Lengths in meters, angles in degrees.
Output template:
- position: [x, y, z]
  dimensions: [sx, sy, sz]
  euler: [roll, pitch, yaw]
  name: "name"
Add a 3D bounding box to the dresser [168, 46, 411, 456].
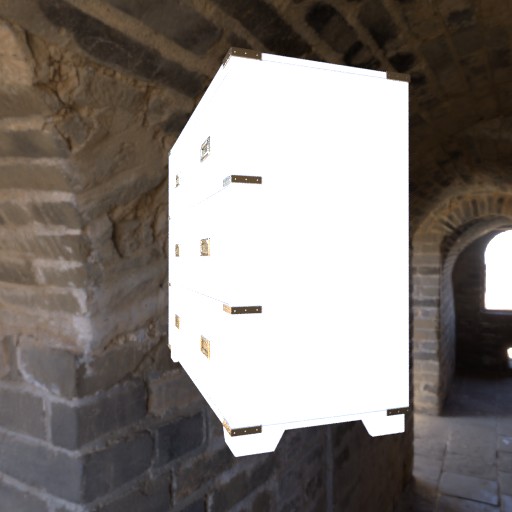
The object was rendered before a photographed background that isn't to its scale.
- position: [0.000, 0.000, 1.502]
  dimensions: [0.460, 0.891, 1.022]
  euler: [0, 0, -19]
  name: "dresser"
